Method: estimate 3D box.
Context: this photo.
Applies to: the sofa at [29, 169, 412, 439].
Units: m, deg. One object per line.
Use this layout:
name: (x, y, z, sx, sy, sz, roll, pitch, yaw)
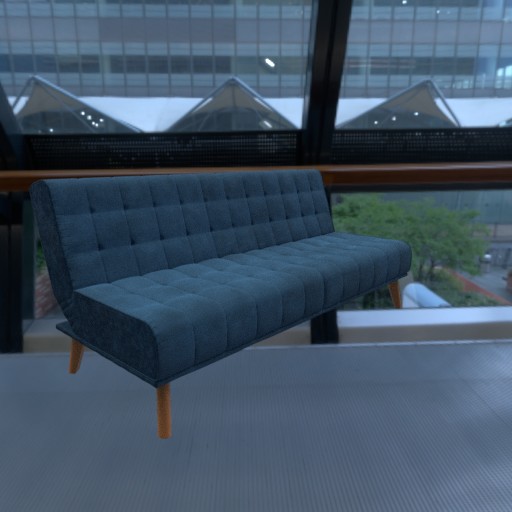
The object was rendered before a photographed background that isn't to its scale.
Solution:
sofa: (0.000, 0.000, 2.244, 0.855, 0.813, 1.804, 12, 17, 41)
